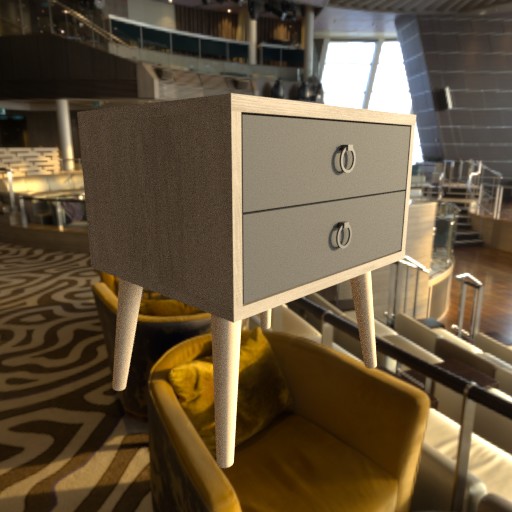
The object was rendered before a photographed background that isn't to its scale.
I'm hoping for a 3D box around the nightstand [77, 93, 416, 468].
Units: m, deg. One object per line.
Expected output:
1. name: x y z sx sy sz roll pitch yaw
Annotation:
1. nightstand: 0.000 0.000 0.814 0.380 0.500 0.450 13 19 42
